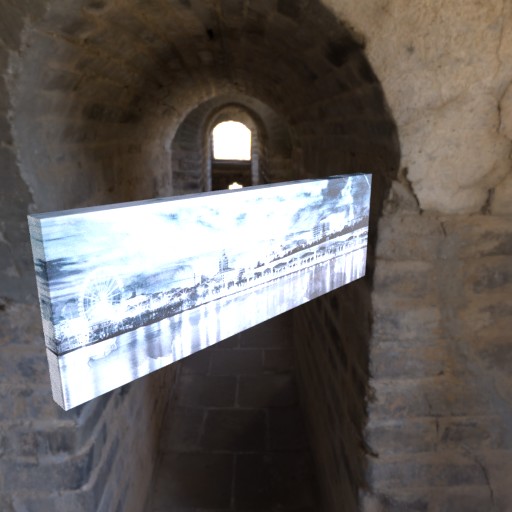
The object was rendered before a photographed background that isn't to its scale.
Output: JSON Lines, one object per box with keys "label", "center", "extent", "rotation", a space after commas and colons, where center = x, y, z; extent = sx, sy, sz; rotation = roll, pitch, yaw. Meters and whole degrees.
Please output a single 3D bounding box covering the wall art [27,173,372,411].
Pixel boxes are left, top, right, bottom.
{"label": "wall art", "center": [0.000, 0.000, 0.815], "extent": [0.037, 0.251, 0.759], "rotation": [14, 21, 41]}
